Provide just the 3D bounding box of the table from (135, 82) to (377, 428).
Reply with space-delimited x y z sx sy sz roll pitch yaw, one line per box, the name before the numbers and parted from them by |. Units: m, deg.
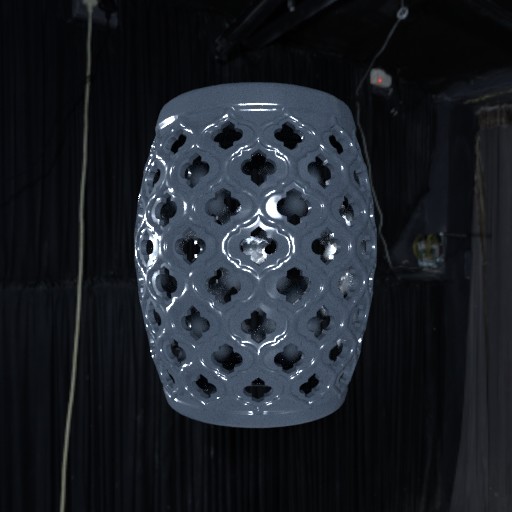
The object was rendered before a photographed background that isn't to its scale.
table | 0.000 0.000 0.617 0.325 0.388 0.325 0 0 0
